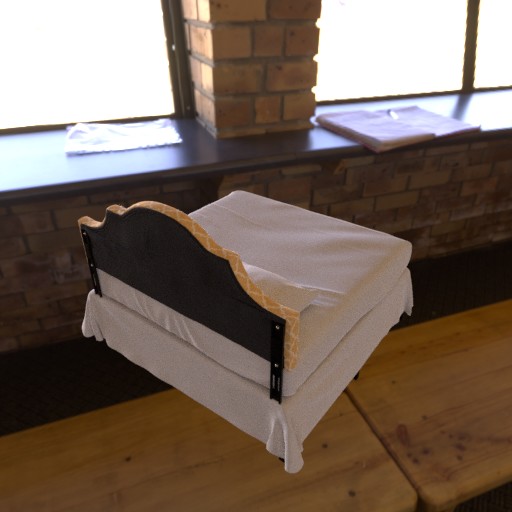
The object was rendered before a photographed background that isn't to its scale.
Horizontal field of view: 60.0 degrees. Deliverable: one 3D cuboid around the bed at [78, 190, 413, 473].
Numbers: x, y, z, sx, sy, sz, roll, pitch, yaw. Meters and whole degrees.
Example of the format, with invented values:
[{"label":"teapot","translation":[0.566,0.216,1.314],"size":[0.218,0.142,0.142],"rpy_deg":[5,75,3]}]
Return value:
[{"label":"bed","translation":[0.000,0.000,3.753],"size":[2.314,1.601,2.222],"rpy_deg":[22,37,32]}]
